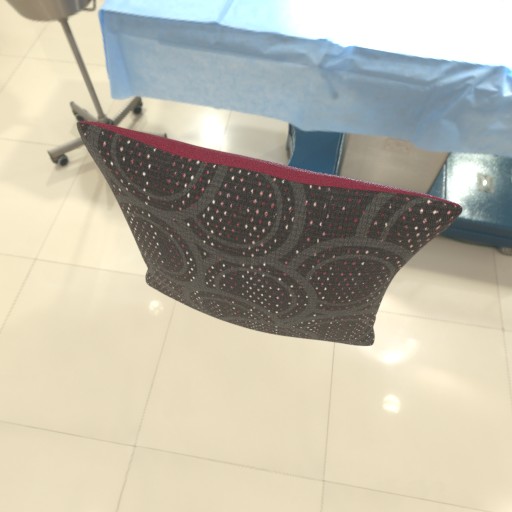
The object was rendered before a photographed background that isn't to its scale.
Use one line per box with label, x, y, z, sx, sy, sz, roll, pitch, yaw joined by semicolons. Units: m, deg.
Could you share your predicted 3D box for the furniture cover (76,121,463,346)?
furniture cover;0.000;0.000;0.820;0.552;0.509;0.193;14;60;8
